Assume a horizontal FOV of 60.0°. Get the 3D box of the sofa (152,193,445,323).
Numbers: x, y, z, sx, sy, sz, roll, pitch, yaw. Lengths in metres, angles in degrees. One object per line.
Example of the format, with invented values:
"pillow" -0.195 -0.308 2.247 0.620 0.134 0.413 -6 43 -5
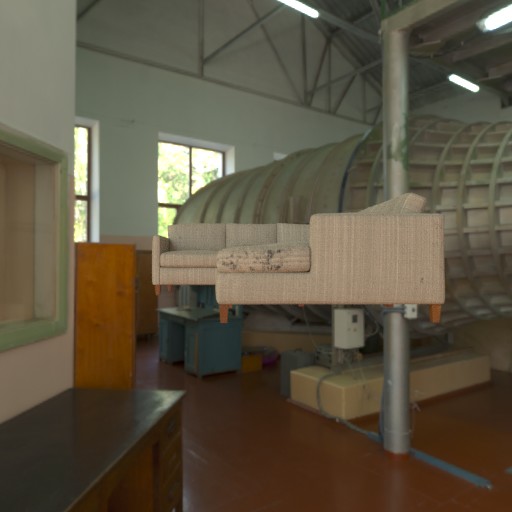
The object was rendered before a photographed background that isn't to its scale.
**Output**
"sofa" 0.000 0.000 4.724 2.594 0.961 3.460 0 -1 -1
